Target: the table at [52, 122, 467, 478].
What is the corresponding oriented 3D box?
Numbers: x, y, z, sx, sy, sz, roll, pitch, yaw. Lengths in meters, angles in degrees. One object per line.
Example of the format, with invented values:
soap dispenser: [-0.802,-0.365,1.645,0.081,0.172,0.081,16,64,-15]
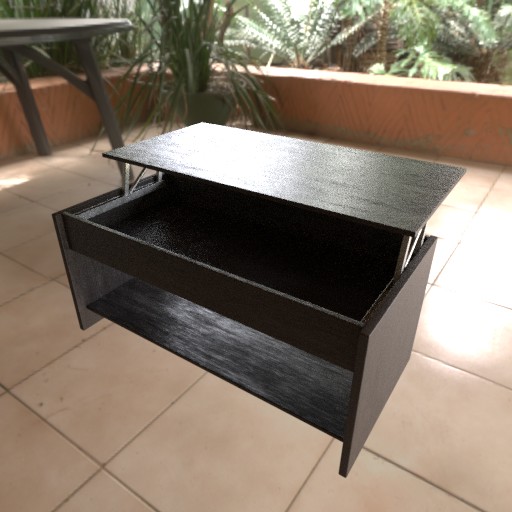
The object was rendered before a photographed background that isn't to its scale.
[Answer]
table: [0.000,0.000,1.417,1.000,0.570,0.712,19,35,29]
